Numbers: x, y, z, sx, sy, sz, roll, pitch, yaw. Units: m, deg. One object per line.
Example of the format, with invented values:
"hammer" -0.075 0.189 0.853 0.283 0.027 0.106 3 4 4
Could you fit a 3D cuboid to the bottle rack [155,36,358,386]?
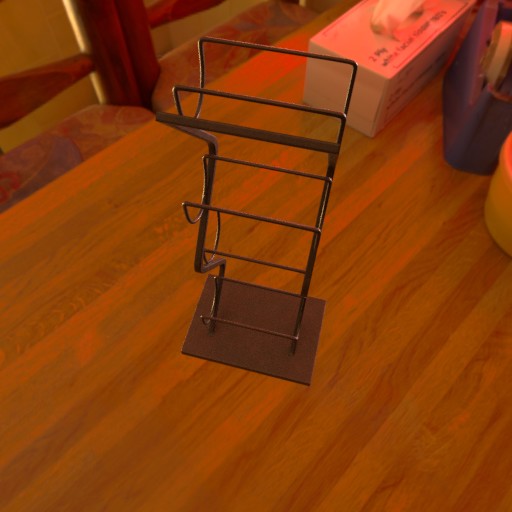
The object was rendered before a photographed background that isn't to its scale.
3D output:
"bottle rack" 0.000 0.000 0.655 0.254 0.559 0.178 12 59 7
